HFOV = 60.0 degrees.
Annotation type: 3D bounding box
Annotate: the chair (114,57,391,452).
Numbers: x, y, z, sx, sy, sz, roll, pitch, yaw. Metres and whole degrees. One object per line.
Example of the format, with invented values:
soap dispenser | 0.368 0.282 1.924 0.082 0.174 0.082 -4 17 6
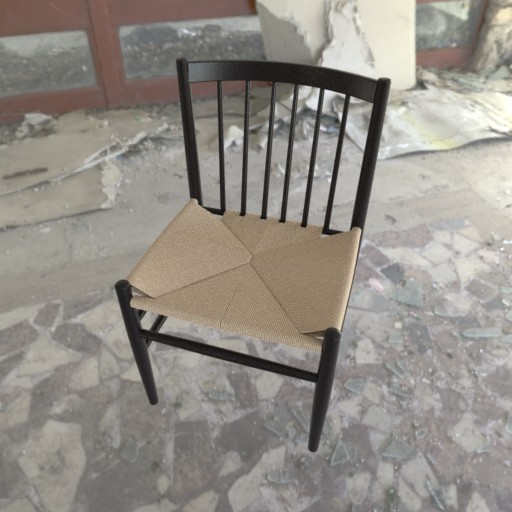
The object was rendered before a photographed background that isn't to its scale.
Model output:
chair | 0.000 0.000 1.117 0.495 0.818 0.516 11 42 13
